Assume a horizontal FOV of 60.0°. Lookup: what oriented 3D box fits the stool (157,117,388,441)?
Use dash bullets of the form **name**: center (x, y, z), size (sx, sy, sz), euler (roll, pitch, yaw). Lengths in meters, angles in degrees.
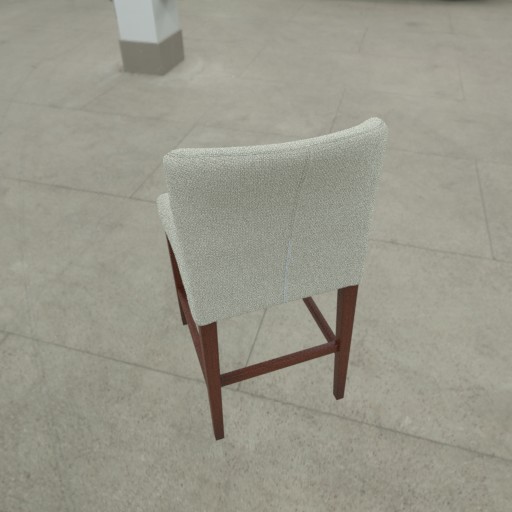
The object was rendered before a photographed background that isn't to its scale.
- **stool**: center (0.000, 0.000, 1.288), size (0.481, 0.969, 0.568), euler (-13, 43, -15)
